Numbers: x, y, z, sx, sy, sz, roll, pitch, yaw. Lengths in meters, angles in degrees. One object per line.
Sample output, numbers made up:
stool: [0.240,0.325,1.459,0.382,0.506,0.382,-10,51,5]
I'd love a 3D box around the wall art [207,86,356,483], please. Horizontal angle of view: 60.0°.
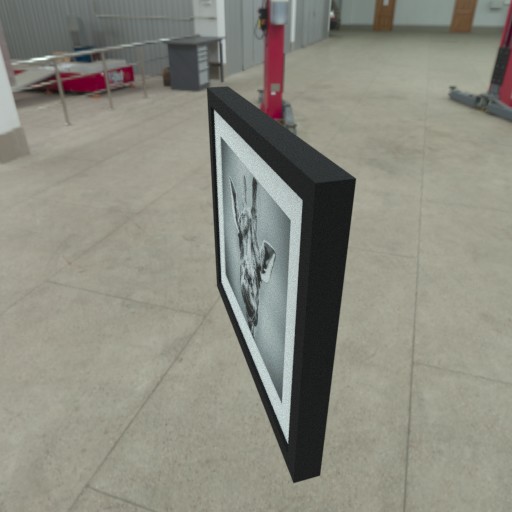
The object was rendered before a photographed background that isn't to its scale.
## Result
wall art: [0.000,0.000,0.540,0.031,0.330,0.381,-8,31,-14]
